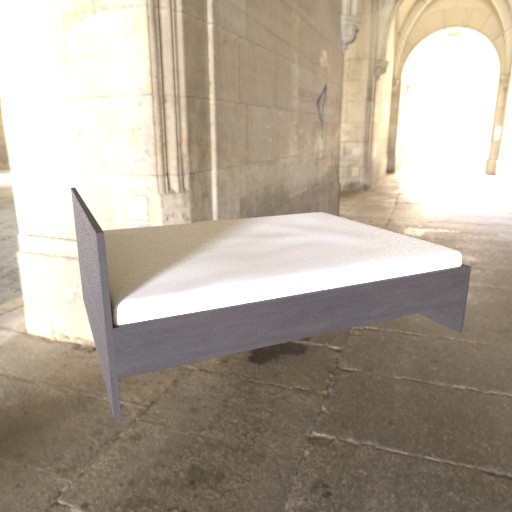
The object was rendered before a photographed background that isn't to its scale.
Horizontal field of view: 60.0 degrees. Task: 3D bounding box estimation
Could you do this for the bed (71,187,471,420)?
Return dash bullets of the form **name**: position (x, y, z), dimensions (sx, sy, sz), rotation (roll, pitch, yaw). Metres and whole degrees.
- **bed**: position (0.000, 0.000, 2.893), dimensions (2.073, 0.823, 1.585), rotation (-7, 17, -24)
